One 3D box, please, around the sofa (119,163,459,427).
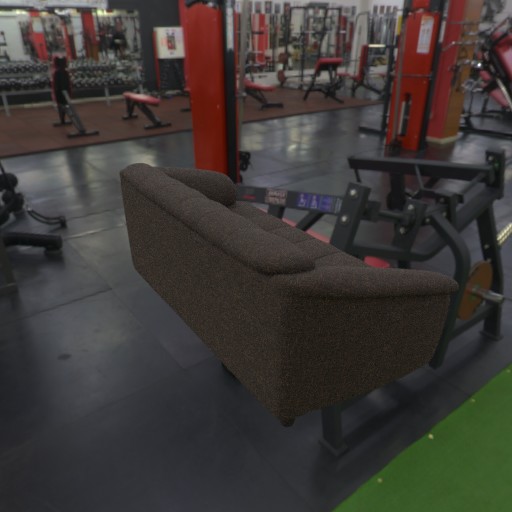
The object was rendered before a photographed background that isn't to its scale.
[{"bbox_3d":[0.000,0.000,2.321,0.887,0.790,1.849,-17,32,-31],"label":"sofa"}]
